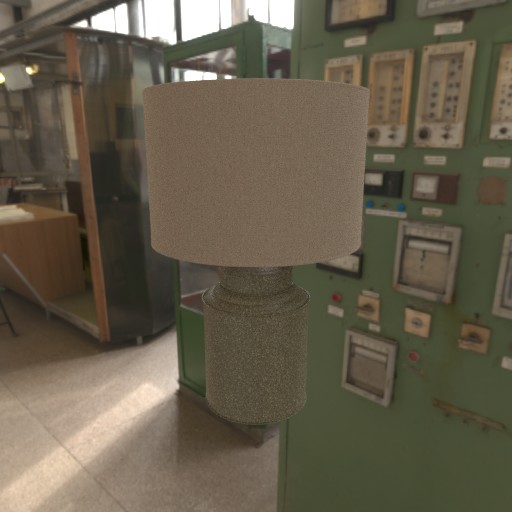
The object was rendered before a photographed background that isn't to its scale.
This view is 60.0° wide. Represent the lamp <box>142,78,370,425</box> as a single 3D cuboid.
[{"bbox_3d":[0.000,0.000,0.696,0.318,0.486,0.318,0,14,0],"label":"lamp"}]
